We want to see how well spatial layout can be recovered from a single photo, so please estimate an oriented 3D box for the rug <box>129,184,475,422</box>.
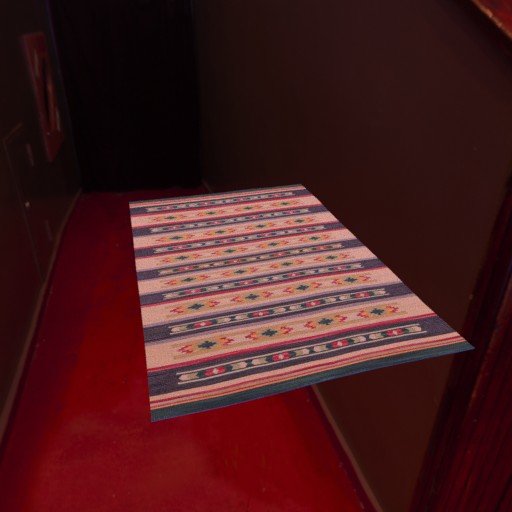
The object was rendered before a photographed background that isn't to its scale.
[{"bbox_3d":[0.000,0.000,2.887,1.522,0.010,2.311,-8,31,-14],"label":"rug"}]
